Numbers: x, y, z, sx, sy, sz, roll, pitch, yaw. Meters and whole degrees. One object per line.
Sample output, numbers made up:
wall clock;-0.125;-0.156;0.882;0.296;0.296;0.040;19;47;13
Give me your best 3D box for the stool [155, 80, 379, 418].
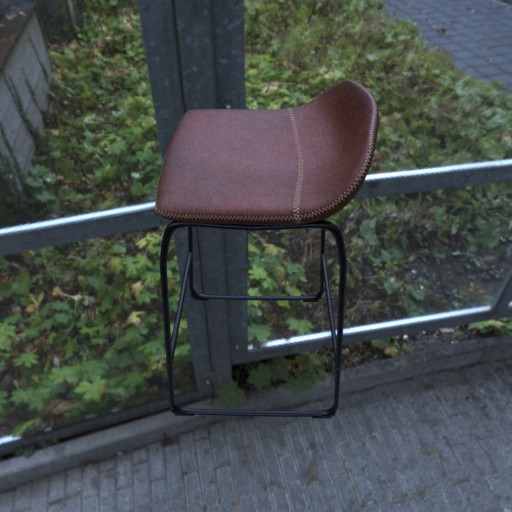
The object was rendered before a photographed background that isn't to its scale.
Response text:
stool;0.000;0.000;1.140;0.473;0.830;0.454;1;43;1
